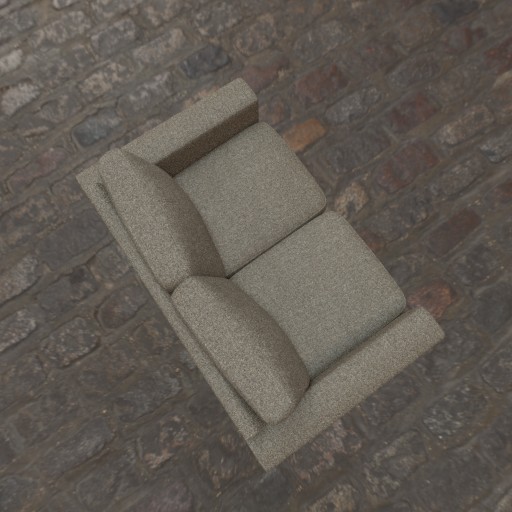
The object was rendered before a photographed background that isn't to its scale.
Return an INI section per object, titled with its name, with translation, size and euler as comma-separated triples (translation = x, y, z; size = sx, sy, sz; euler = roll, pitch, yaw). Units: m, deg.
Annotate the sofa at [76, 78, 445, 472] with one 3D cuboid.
[sofa]
translation = 0.000, 0.000, 2.163
size = 1.016, 0.873, 1.616
euler = -34, 78, -8
